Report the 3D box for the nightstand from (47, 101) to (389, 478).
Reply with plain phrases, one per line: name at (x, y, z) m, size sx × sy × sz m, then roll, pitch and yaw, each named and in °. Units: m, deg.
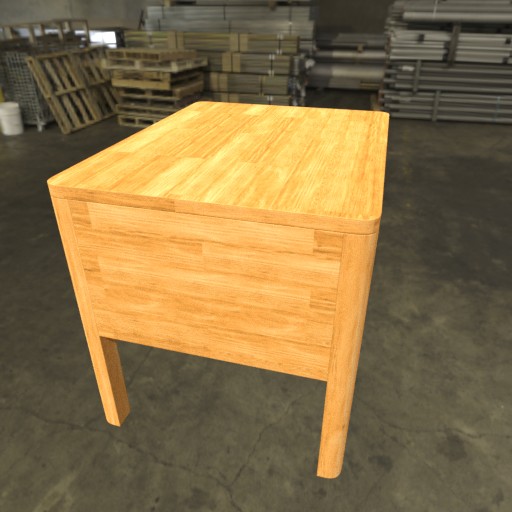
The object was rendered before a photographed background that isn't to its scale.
nightstand at (0.000, 0.000, 0.889) m, size 0.440 × 0.470 × 0.560 m, roll 8°, pitch 31°, yaw 13°
